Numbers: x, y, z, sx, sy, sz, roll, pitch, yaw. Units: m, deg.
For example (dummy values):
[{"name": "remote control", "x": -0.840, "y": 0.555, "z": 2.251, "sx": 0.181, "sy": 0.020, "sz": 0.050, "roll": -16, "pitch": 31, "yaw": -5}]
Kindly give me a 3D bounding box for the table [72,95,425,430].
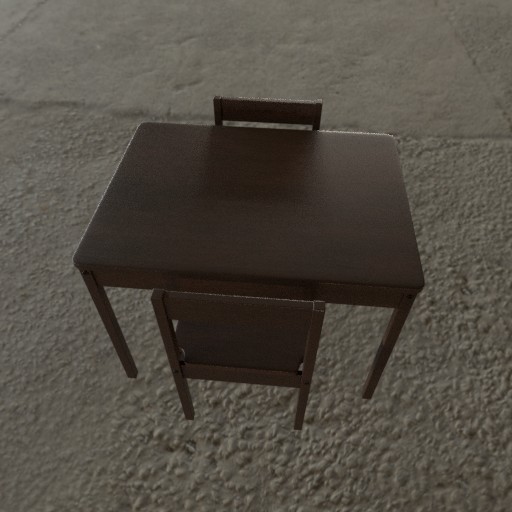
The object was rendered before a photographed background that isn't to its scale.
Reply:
[{"name": "table", "x": 0.000, "y": 0.000, "z": 1.124, "sx": 0.650, "sy": 0.503, "sz": 0.672, "roll": 4, "pitch": 48, "yaw": 4}]
